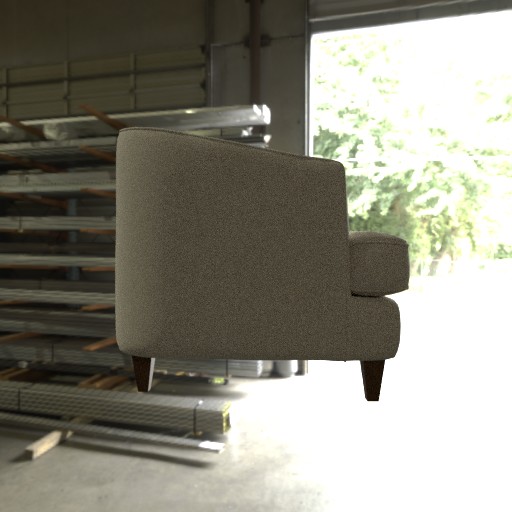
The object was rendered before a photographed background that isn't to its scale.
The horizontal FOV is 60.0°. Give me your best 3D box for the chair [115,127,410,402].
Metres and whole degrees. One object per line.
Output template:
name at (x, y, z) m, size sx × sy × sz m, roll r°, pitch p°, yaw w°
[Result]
chair at (0.000, 0.000, 1.794) m, size 0.941 × 0.852 × 1.104 m, roll 0°, pitch 0°, yaw 1°
